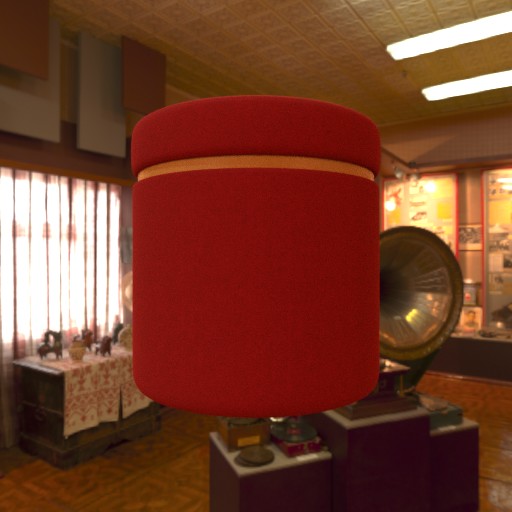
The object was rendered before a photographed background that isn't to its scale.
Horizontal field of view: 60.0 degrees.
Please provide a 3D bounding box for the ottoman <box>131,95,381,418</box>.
[{"bbox_3d":[0.000,0.000,0.738,0.400,0.406,0.400,0,0,0],"label":"ottoman"}]
